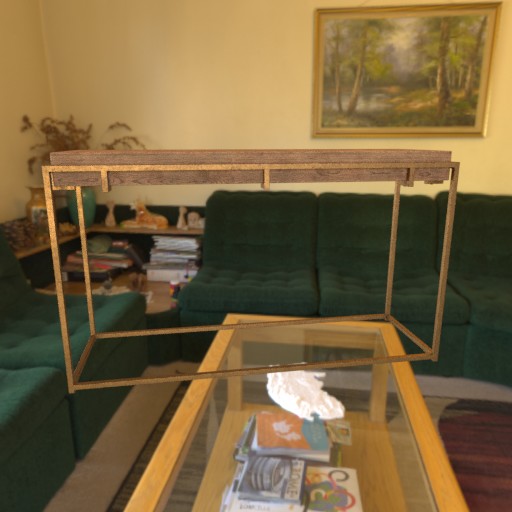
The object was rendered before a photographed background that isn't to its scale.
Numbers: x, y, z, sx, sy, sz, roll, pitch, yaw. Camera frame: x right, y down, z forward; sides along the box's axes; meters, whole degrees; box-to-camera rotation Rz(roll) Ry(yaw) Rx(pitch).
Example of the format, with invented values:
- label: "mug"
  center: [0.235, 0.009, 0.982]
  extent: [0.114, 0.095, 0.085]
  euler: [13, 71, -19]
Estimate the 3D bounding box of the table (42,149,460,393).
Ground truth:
- label: "table"
  center: [0.000, 0.000, 1.769]
  extent: [1.400, 0.820, 0.440]
  euler: [-2, 15, -9]
